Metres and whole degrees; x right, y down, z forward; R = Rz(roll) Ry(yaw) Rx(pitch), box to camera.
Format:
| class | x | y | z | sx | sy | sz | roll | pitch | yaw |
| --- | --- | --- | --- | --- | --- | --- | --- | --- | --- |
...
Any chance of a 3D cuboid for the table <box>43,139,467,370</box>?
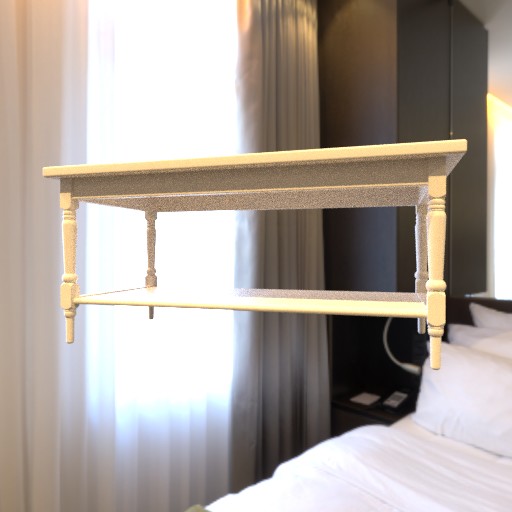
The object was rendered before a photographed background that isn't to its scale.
| class | x | y | z | sx | sy | sz | roll | pitch | yaw |
| --- | --- | --- | --- | --- | --- | --- | --- | --- | --- |
| table | 0.000 | 0.000 | 1.371 | 1.107 | 0.510 | 0.550 | 0 | 1 | 17 |
